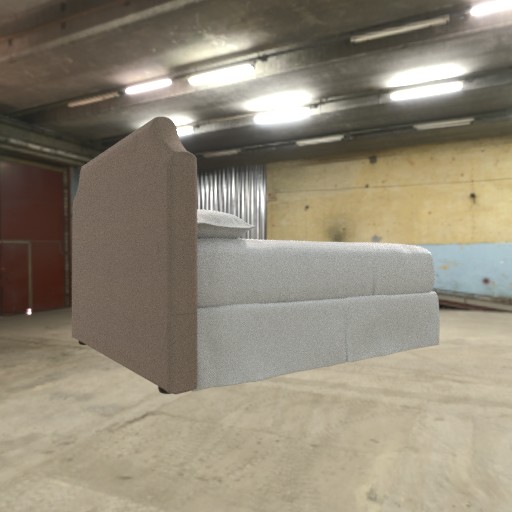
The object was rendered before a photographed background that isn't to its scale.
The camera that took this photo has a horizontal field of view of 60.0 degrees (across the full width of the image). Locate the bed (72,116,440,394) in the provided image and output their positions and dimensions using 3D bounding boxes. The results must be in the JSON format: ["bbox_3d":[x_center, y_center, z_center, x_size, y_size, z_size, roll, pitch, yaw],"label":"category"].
[{"bbox_3d":[0.000,0.000,3.254,2.164,1.303,1.828,1,-1,-35],"label":"bed"}]
